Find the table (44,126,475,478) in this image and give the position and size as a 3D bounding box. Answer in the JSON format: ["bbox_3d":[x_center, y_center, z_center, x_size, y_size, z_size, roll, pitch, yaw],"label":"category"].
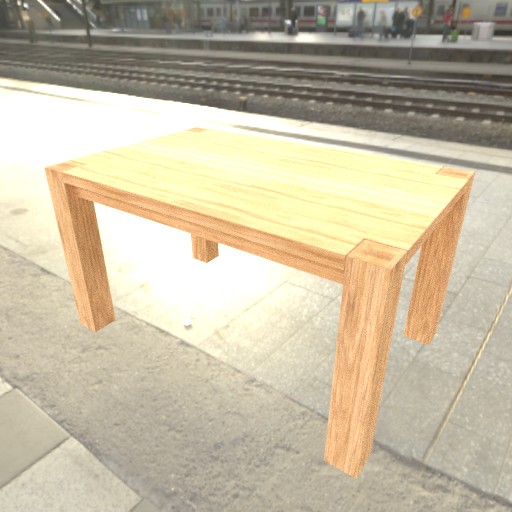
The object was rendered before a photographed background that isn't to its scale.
[{"bbox_3d":[0.000,0.000,1.886,1.400,0.760,0.900,18,33,30],"label":"table"}]
